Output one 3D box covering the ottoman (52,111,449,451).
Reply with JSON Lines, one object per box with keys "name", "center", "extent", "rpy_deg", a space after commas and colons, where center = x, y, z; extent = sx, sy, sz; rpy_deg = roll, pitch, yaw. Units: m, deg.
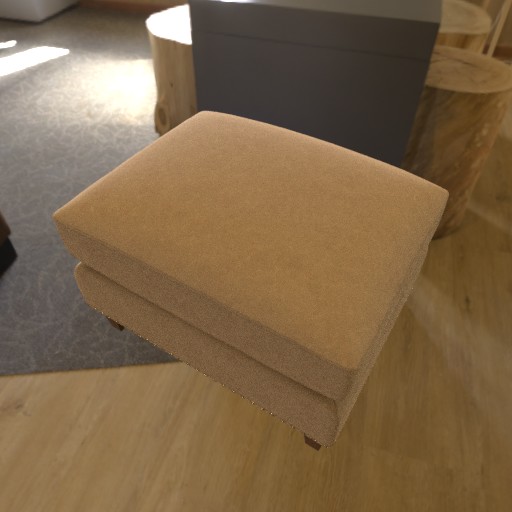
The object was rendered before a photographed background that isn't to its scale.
{"name": "ottoman", "center": [0.000, 0.000, 1.139], "extent": [0.741, 0.513, 0.584], "rpy_deg": [24, 51, 22]}
